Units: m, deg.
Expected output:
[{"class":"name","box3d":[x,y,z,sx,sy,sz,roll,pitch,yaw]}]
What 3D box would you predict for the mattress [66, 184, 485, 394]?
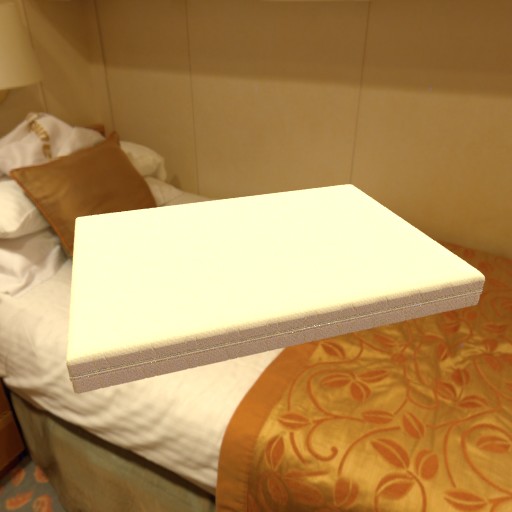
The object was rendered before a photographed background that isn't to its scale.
[{"class":"mattress","box3d":[0.000,0.000,2.580,2.000,0.200,1.400,-9,31,-16]}]
